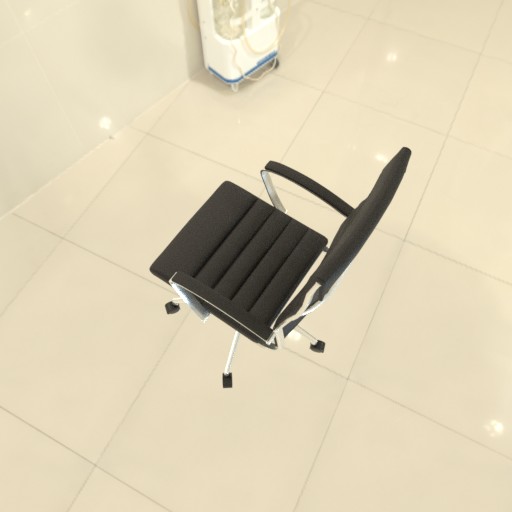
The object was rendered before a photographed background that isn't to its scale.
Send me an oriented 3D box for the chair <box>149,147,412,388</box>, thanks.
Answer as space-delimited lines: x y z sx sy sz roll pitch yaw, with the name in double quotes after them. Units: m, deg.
0.000 0.000 1.601 0.739 1.149 0.766 31 67 15 "chair"
